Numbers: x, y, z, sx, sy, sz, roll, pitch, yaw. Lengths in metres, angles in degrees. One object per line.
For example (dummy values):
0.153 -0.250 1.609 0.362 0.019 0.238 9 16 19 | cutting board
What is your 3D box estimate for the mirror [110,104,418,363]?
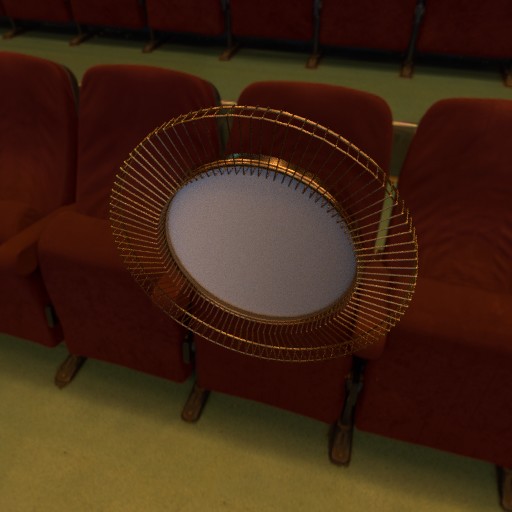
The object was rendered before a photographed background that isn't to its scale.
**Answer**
0.000 0.000 1.023 0.703 0.703 0.067 11 43 12 | mirror
